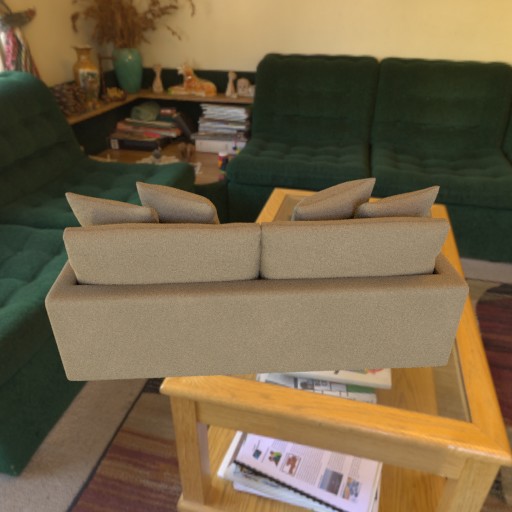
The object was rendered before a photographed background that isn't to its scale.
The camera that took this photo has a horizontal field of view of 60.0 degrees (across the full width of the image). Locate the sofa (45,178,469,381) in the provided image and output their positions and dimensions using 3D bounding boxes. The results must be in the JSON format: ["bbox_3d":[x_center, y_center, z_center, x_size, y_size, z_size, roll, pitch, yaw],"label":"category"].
[{"bbox_3d":[0.000,0.000,3.011,2.380,1.084,1.228,-2,31,-3],"label":"sofa"}]
